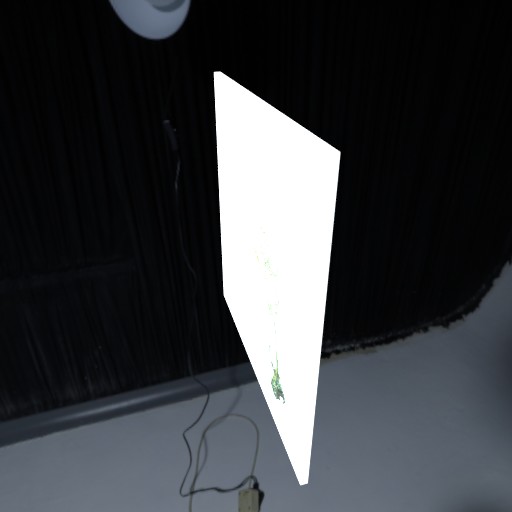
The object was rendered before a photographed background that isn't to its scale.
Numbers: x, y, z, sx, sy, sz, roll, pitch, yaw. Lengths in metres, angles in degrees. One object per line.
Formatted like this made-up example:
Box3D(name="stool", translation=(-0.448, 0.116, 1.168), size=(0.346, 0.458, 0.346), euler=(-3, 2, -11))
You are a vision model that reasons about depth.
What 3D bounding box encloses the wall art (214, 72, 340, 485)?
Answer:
Box3D(name="wall art", translation=(0.000, 0.000, 0.860), size=(0.013, 0.584, 0.584), euler=(-9, 32, -14))
